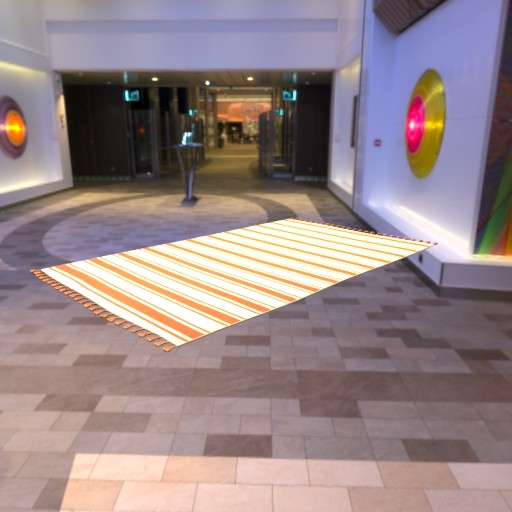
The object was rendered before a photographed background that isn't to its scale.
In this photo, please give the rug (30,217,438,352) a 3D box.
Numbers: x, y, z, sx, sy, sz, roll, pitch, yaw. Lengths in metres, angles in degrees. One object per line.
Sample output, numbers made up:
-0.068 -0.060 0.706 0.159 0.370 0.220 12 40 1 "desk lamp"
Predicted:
0.000 0.000 2.562 2.092 0.017 1.232 -15 22 -43 "rug"
